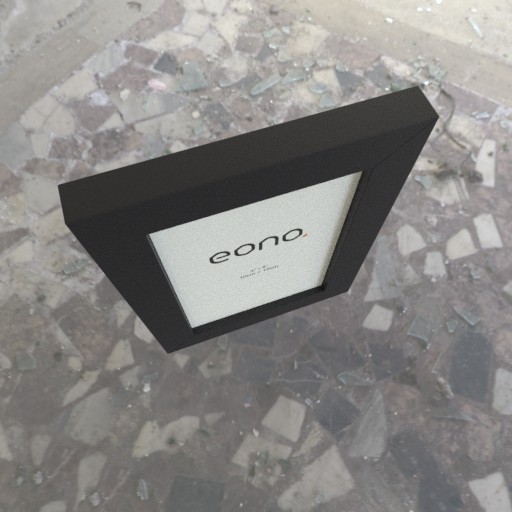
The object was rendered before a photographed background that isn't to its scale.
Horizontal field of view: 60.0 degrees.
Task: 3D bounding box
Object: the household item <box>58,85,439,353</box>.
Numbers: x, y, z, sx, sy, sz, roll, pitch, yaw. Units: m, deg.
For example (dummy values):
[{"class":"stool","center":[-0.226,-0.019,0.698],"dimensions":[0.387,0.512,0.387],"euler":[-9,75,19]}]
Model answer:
[{"class":"household item","center":[0.000,0.000,0.232],"dimensions":[0.133,0.178,0.022],"euler":[-18,66,-8]}]
